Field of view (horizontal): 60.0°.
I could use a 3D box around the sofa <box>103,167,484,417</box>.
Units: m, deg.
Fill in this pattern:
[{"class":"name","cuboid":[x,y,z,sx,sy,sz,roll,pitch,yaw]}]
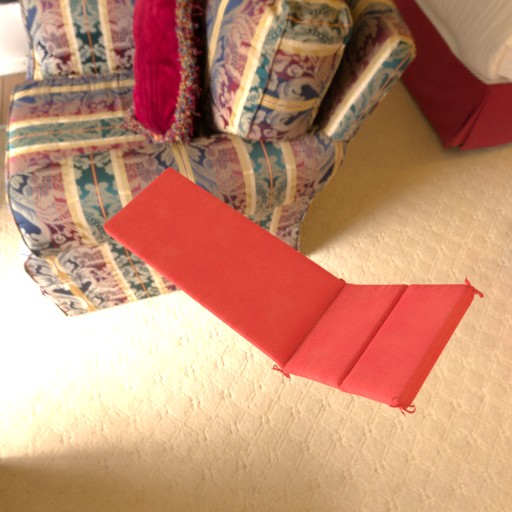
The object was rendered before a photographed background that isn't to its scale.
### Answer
[{"class":"sofa","cuboid":[0.000,0.000,1.968,1.663,0.622,0.582,35,67,17]}]
